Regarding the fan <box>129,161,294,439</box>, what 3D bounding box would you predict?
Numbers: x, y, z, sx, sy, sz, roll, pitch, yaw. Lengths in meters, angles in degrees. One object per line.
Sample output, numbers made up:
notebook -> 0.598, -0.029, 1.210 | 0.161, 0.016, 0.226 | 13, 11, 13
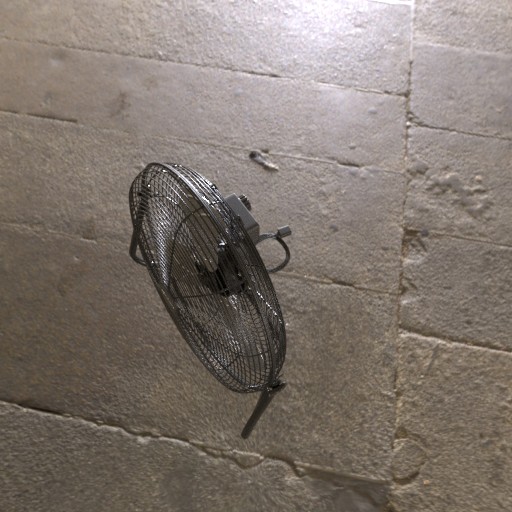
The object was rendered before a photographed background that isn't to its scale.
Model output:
fan -> 0.000, 0.000, 1.019 | 0.470, 0.605, 0.595 | -31, 67, -15
